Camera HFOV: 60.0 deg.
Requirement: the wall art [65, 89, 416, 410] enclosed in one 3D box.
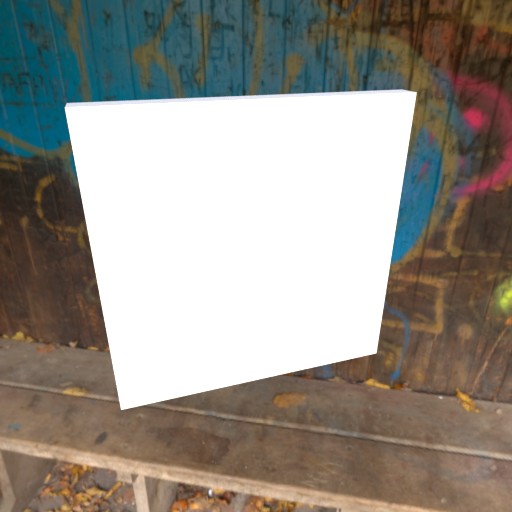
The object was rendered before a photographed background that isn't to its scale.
[{"bbox_3d":[0.000,0.000,0.522,0.355,0.355,0.027,-8,28,-16],"label":"wall art"}]
